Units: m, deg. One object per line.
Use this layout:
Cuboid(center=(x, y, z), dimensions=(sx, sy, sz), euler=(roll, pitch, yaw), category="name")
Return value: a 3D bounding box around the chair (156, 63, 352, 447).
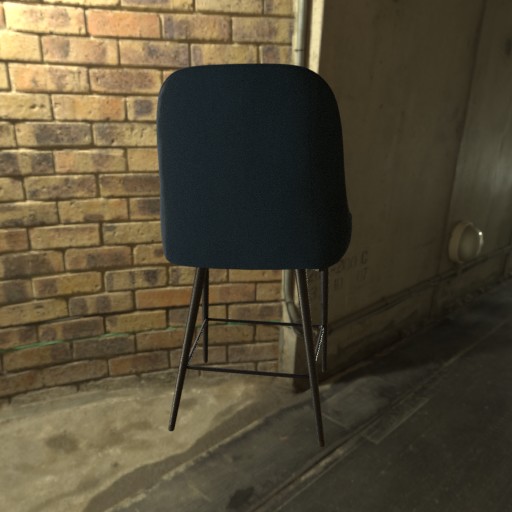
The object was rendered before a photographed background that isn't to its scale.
Cuboid(center=(0.000, 0.000, 1.236), dimensions=(0.526, 0.927, 0.489), euler=(2, 16, 9), category="chair")
